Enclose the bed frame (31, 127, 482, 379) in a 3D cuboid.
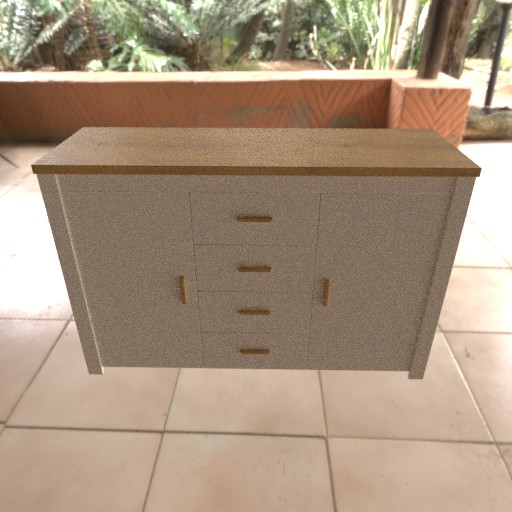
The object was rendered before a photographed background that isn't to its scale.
[{"bbox_3d":[0.000,0.000,1.675,1.300,0.850,0.430,1,31,1],"label":"bed frame"}]
